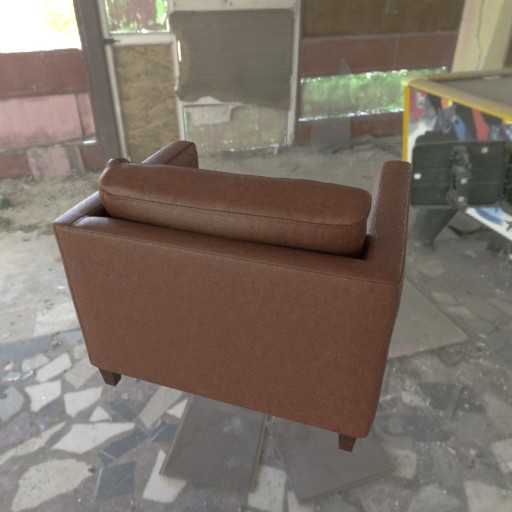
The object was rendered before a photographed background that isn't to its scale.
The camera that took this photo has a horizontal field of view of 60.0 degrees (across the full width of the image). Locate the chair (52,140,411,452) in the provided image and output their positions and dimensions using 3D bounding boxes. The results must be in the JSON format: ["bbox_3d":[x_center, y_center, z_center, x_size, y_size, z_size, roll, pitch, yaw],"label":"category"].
[{"bbox_3d":[0.000,0.000,1.792,1.107,0.917,0.959,10,34,15],"label":"chair"}]
